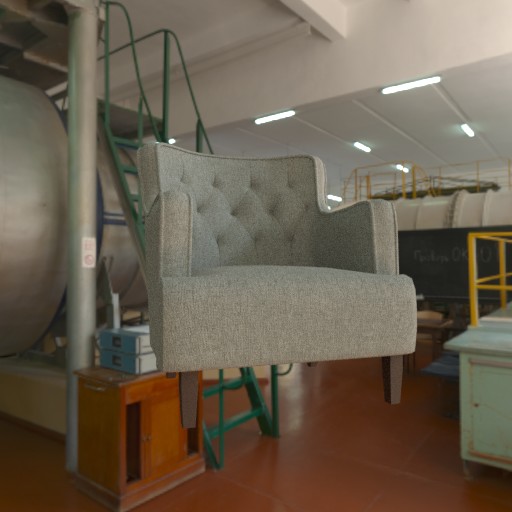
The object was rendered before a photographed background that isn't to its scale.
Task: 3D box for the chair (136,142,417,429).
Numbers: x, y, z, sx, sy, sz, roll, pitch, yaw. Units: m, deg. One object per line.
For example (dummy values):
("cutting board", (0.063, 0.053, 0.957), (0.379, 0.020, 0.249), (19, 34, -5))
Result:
("chair", (0.000, 0.000, 1.622), (0.820, 0.920, 0.910), (0, -1, -18))
